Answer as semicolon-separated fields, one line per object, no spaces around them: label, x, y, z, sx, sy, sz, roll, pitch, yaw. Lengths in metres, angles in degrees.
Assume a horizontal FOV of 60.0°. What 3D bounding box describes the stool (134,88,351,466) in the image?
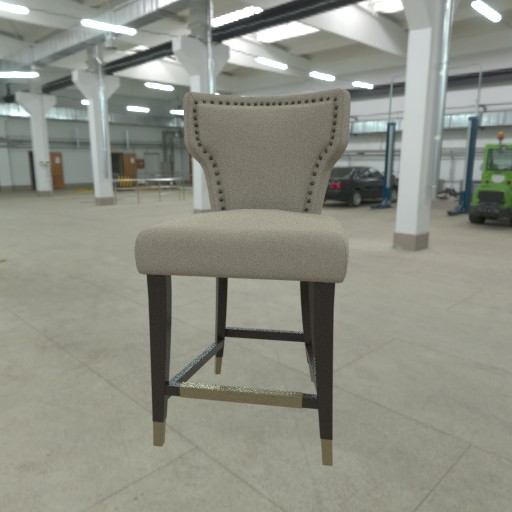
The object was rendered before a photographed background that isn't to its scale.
stool;0.000;0.000;1.318;0.527;0.982;0.563;2;12;10
